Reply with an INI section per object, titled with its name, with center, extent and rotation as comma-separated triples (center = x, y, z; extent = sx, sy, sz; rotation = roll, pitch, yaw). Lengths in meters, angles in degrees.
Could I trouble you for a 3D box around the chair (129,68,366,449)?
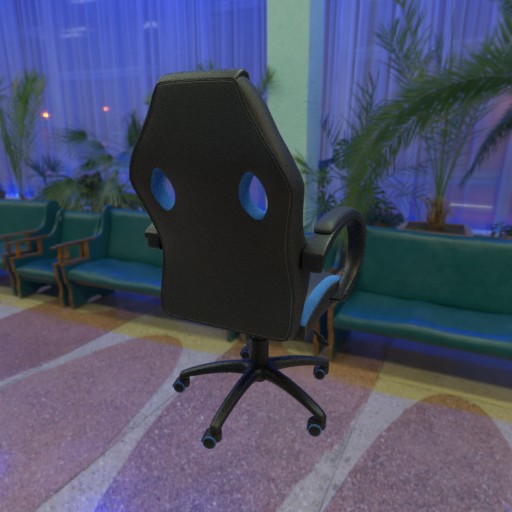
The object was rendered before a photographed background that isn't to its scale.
[chair]
center = 0.000, 0.000, 1.609
extent = 0.673, 1.187, 0.724
rotation = 8, 18, 27
